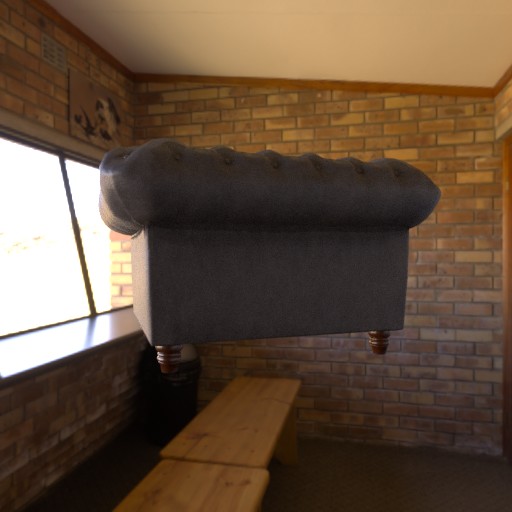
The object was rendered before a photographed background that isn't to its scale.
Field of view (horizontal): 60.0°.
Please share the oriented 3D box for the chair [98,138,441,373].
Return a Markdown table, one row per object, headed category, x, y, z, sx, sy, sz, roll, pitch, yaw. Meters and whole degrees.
| category | x | y | z | sx | sy | sz | roll | pitch | yaw |
| --- | --- | --- | --- | --- | --- | --- | --- | --- | --- |
| chair | 0.000 | 0.000 | 1.918 | 1.298 | 0.780 | 0.943 | 0 | 0 | -19 |
